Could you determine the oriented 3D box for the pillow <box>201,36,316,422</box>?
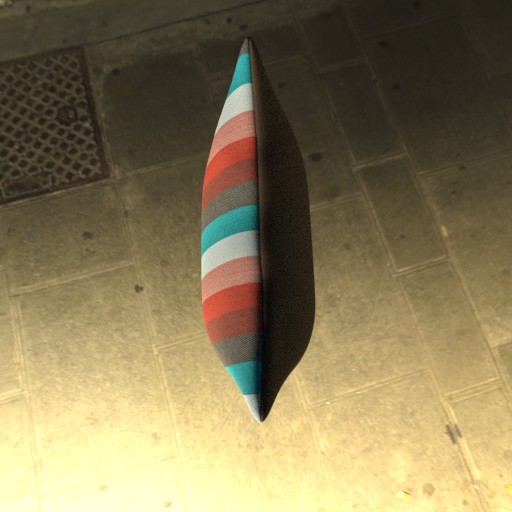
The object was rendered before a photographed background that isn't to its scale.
[{"bbox_3d":[0.000,0.000,0.706,0.168,0.443,0.453,-2,75,0],"label":"pillow"}]
